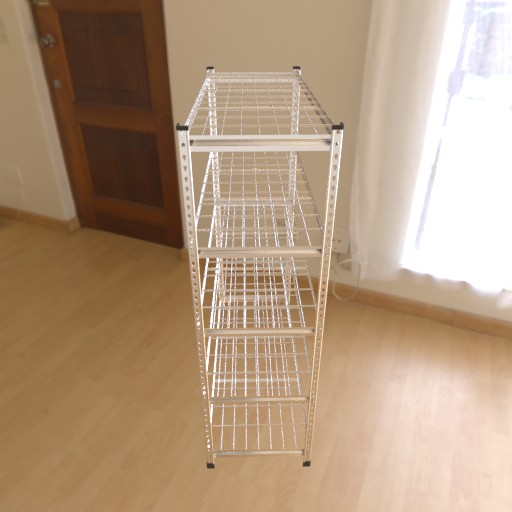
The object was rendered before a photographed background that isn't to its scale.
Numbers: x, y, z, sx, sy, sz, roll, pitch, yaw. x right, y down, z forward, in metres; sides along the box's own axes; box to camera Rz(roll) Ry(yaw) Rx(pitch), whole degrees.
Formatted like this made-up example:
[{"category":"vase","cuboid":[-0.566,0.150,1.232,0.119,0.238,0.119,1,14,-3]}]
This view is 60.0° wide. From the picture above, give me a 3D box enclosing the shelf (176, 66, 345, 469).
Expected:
[{"category":"shelf","cuboid":[0.000,0.000,2.748,0.610,1.981,1.524,-1,31,-1]}]
